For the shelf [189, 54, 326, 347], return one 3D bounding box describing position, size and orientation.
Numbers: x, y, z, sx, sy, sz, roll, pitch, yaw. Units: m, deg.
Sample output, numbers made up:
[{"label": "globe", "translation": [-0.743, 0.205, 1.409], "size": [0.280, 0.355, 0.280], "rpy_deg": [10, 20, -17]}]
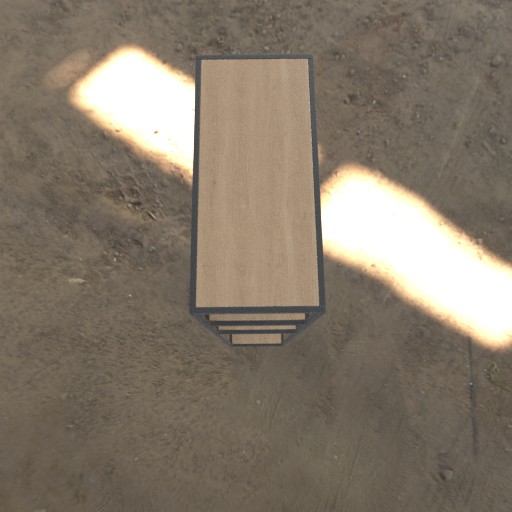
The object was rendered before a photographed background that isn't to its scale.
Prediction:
[{"label": "shelf", "translation": [0.000, 0.000, 2.120], "size": [0.350, 1.850, 0.770], "rpy_deg": [-1, 76, 0]}]
